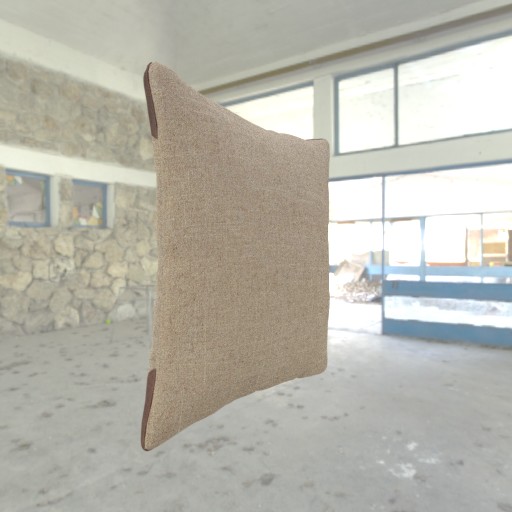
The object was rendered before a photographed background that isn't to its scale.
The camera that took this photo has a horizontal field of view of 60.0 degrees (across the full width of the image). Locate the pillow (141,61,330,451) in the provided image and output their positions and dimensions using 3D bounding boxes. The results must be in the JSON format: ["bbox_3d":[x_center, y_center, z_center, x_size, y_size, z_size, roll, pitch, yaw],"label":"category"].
[{"bbox_3d":[0.000,0.000,0.680,0.147,0.448,0.437,0,0,36],"label":"pillow"}]
